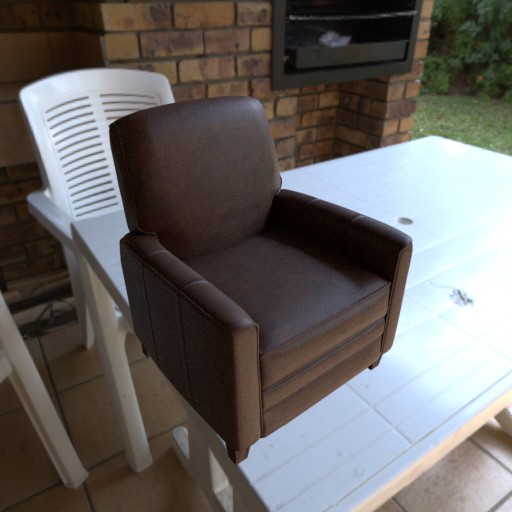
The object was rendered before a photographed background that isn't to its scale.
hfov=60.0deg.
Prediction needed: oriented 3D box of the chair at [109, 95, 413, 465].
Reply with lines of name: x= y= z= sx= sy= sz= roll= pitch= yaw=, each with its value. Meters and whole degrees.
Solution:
chair: x=0.000 y=0.000 z=1.658 sx=0.839 sy=1.010 sz=0.850 roll=-22 pitch=37 yaw=-32
